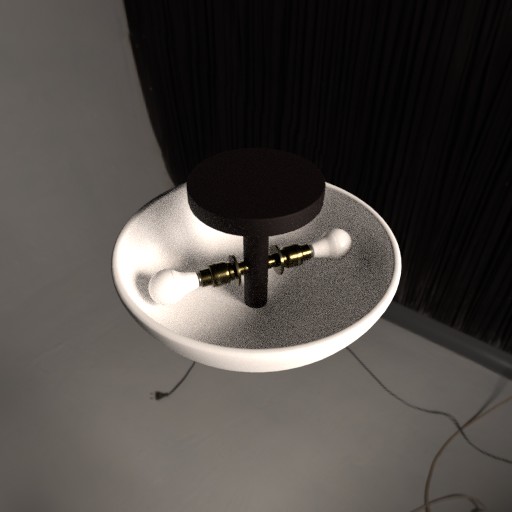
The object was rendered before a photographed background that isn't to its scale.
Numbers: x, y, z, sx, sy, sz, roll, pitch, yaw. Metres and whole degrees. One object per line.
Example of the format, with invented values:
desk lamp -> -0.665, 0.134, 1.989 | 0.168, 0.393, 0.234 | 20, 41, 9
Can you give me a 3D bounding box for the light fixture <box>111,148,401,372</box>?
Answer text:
light fixture -> 0.000, 0.000, 0.534 | 0.331, 0.212, 0.331 | 0, 40, 0
